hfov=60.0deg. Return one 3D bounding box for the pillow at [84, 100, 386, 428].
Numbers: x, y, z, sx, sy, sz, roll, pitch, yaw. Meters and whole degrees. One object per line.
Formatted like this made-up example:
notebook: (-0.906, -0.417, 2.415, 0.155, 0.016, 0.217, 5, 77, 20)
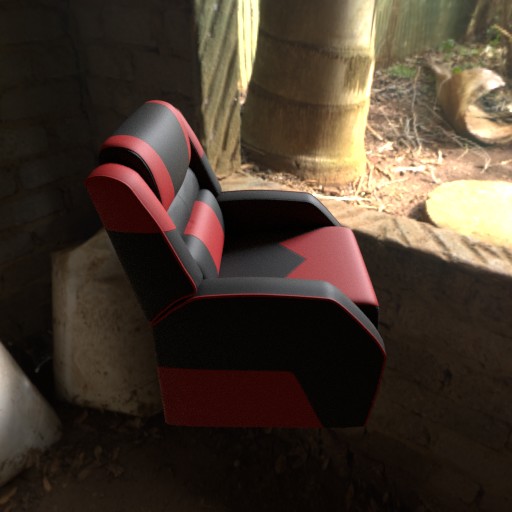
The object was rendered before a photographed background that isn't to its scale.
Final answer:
pillow: (0.000, 0.000, 1.300, 0.672, 0.805, 0.620, 1, 32, 1)
